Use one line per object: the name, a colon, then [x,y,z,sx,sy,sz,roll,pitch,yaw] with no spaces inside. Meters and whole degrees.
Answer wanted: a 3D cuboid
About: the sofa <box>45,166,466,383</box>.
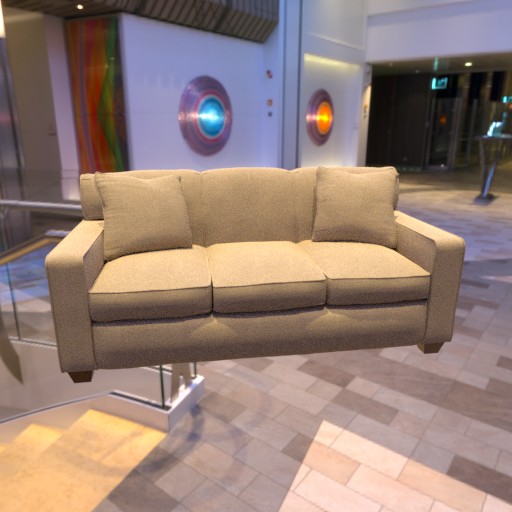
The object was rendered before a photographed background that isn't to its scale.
sofa: [0.000,0.000,2.547,2.024,0.958,0.997,-3,17,-9]
